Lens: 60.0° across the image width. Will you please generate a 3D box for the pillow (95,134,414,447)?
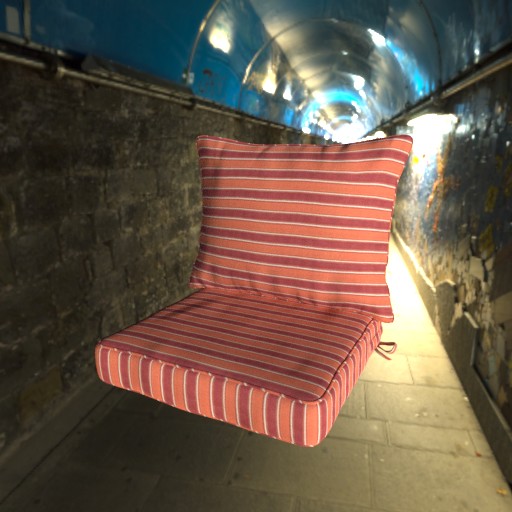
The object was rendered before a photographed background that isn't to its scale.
[{"bbox_3d":[0.000,0.000,1.357,0.799,0.723,0.733,7,16,26],"label":"pillow"}]
